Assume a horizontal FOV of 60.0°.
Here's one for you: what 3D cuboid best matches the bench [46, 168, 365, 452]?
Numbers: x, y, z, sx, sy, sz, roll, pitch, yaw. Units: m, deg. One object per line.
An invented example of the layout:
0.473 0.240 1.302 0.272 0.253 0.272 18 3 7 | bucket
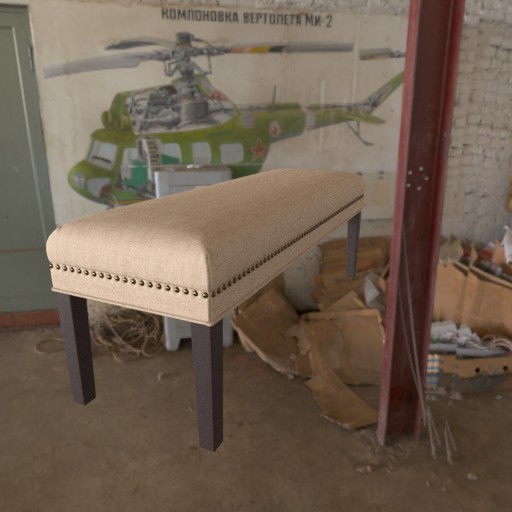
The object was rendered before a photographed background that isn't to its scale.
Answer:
0.000 0.000 1.423 0.410 0.457 1.219 8 19 24 | bench
